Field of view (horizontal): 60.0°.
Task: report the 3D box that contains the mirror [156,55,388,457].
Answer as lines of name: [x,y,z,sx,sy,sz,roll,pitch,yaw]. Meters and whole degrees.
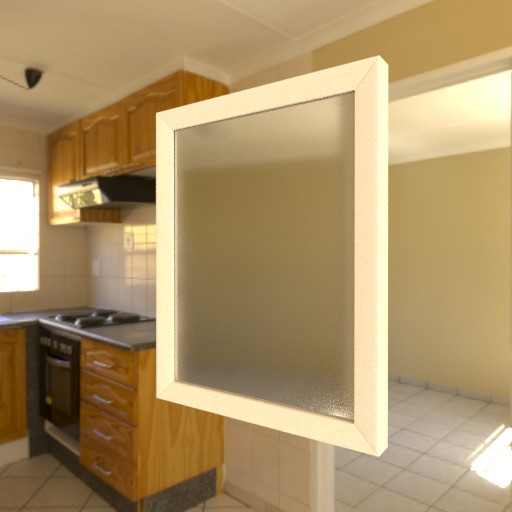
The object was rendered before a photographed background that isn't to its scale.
mirror: [0.000,0.000,0.691,0.405,0.508,0.041,0,0,35]
